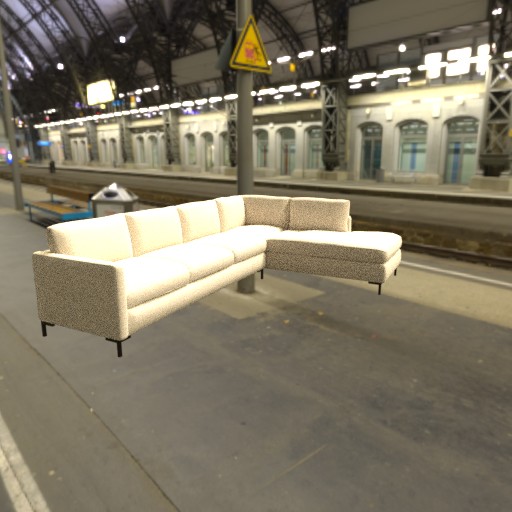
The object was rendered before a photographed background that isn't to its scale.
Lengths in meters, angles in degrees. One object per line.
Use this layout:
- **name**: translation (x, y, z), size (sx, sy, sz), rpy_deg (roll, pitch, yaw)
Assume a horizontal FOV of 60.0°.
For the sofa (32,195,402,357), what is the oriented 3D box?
- **sofa**: translation (0.000, 0.000, 3.898), size (2.007, 0.815, 2.949), rpy_deg (7, 14, 27)
